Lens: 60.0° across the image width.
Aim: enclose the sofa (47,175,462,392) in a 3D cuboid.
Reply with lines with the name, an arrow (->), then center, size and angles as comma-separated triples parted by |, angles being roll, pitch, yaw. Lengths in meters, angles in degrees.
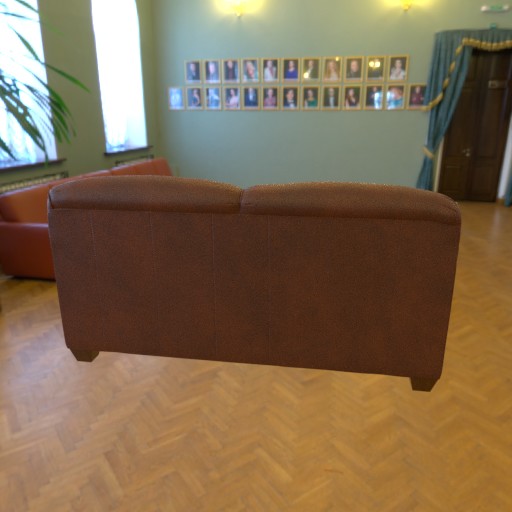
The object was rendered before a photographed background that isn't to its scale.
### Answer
sofa -> 0.000, 0.000, 2.466 | 1.856, 0.966, 1.000 | 3, 17, 9
